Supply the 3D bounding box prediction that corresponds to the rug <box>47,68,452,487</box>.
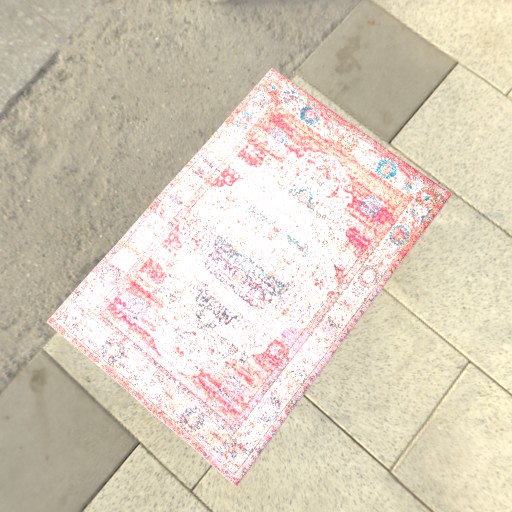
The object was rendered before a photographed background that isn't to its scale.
[{"bbox_3d":[0.000,0.000,2.281,1.219,0.006,1.829,38,80,8],"label":"rug"}]
